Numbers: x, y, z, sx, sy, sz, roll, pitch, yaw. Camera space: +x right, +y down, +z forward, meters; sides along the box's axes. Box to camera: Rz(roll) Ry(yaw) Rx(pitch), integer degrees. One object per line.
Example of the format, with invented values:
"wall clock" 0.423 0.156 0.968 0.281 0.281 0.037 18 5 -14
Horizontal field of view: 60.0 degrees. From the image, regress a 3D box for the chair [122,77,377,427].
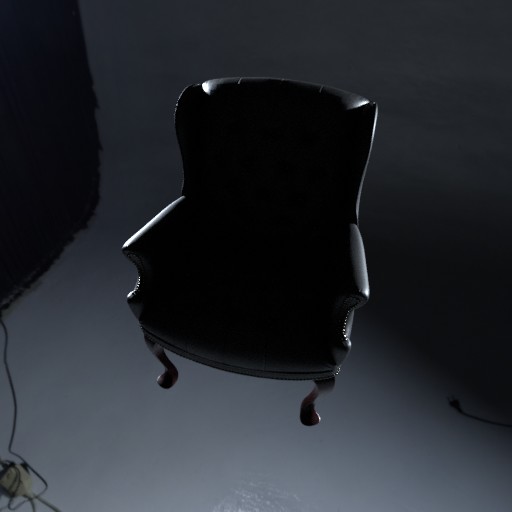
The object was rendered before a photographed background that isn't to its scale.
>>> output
"chair" 0.000 0.000 1.668 0.838 1.111 0.762 11 42 12
